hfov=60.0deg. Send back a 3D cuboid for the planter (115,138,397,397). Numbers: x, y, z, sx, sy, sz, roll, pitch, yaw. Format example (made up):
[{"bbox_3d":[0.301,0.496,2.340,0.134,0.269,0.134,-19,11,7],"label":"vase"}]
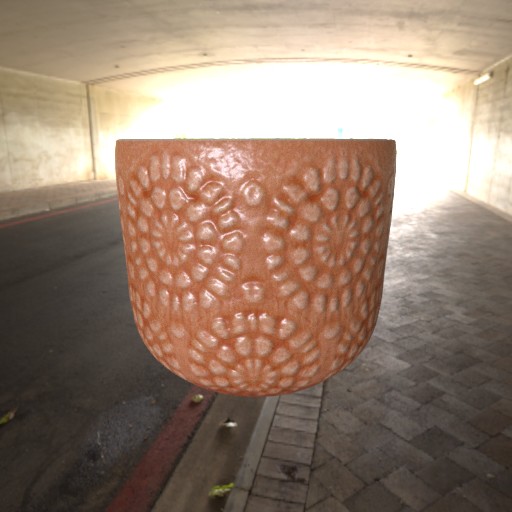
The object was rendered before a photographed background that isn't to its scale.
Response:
[{"bbox_3d":[0.000,0.000,0.214,0.124,0.109,0.124,0,14,0],"label":"planter"}]
